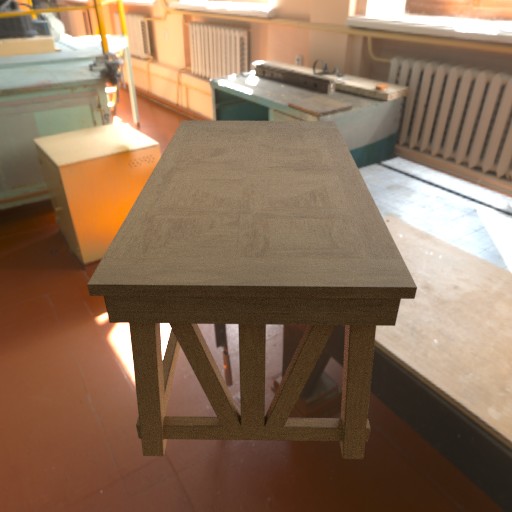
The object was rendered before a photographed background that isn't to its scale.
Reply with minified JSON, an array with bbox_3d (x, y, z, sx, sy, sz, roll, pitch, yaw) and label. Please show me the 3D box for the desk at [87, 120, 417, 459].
[{"bbox_3d":[0.000,0.000,1.927,0.813,0.762,1.499,0,32,1],"label":"desk"}]
